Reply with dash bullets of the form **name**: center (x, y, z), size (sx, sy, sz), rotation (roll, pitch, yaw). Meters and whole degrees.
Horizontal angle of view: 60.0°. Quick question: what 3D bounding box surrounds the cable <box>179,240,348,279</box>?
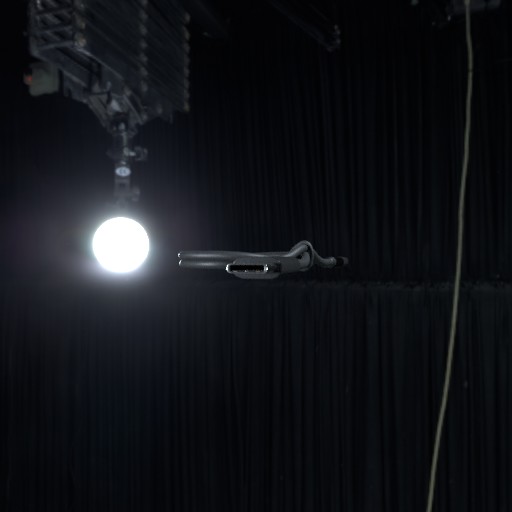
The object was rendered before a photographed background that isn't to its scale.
- **cable**: center (0.000, 0.000, 0.211), size (0.070, 0.014, 0.186), rotation (0, 0, 17)
